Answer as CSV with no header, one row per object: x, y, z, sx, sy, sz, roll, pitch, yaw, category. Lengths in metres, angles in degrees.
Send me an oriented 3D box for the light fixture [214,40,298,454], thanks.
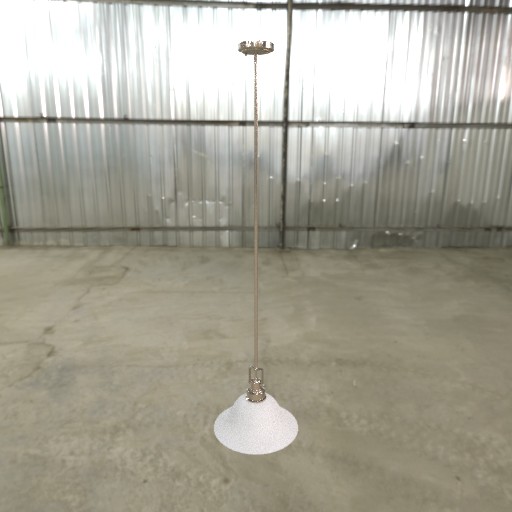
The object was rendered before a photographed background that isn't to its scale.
0.000,0.000,1.540,0.324,1.354,0.324,7,16,26,light fixture
